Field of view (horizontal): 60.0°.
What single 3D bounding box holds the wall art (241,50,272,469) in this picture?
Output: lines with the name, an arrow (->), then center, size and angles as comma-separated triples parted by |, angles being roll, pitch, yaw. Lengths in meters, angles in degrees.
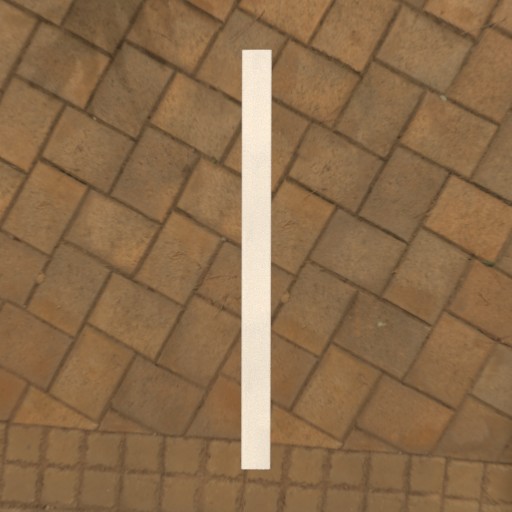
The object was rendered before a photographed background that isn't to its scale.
wall art -> 0.000, 0.000, 0.839 | 0.037, 0.606, 0.508 | 0, 91, 0
